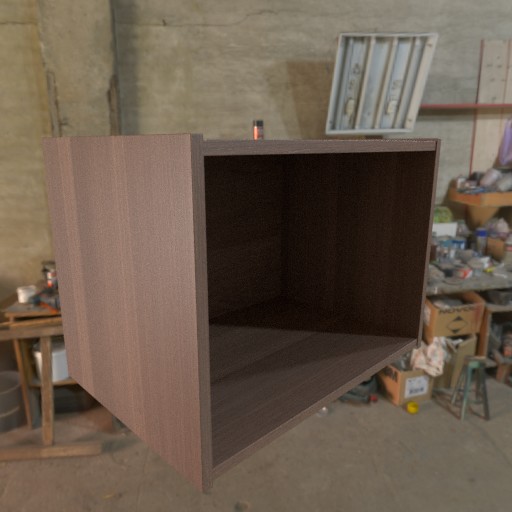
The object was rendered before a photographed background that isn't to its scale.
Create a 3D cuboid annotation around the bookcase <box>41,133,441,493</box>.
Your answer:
[{"bbox_3d":[0.000,0.000,0.593,0.415,0.305,0.290,-13,19,-43],"label":"bookcase"}]
